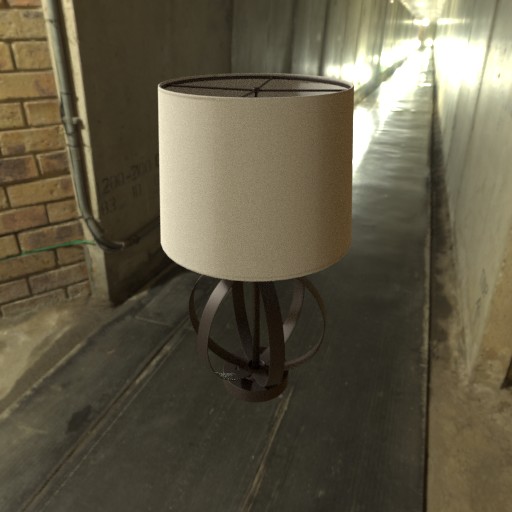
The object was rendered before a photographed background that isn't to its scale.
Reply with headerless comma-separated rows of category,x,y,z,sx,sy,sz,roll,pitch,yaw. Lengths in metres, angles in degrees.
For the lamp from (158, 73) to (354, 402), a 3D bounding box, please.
lamp,0.000,0.000,0.698,0.286,0.510,0.286,0,28,0
